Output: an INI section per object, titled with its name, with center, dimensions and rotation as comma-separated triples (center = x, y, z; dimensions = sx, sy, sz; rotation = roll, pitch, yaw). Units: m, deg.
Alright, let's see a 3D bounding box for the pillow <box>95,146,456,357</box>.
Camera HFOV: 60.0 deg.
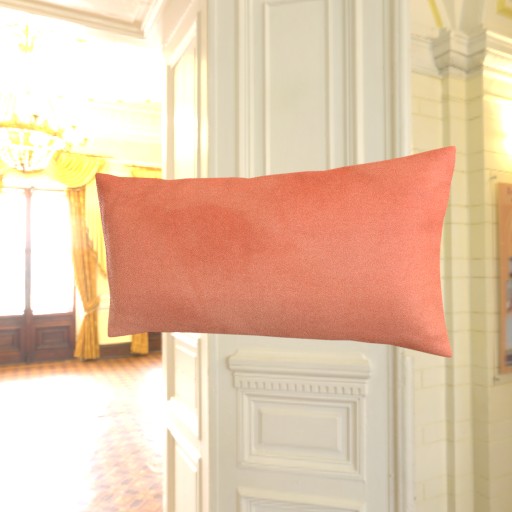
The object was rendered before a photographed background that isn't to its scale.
[pillow]
center = 0.000, 0.000, 0.739
dimensions = 0.608, 0.307, 0.155
rotation = 0, -1, 18
